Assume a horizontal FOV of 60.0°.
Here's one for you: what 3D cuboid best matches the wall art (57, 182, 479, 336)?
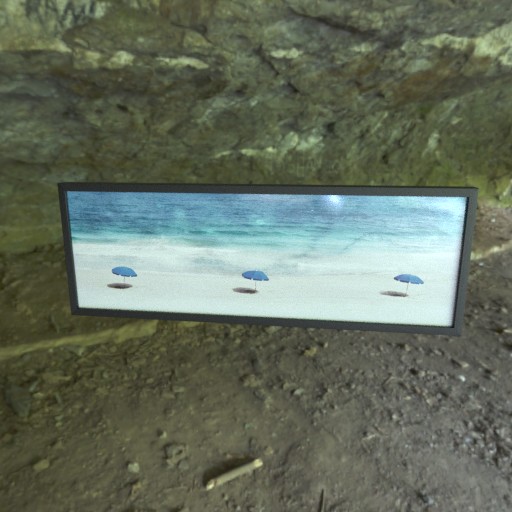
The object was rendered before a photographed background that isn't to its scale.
[{"bbox_3d":[0.000,0.000,0.952,0.860,0.303,0.037,2,14,8],"label":"wall art"}]
